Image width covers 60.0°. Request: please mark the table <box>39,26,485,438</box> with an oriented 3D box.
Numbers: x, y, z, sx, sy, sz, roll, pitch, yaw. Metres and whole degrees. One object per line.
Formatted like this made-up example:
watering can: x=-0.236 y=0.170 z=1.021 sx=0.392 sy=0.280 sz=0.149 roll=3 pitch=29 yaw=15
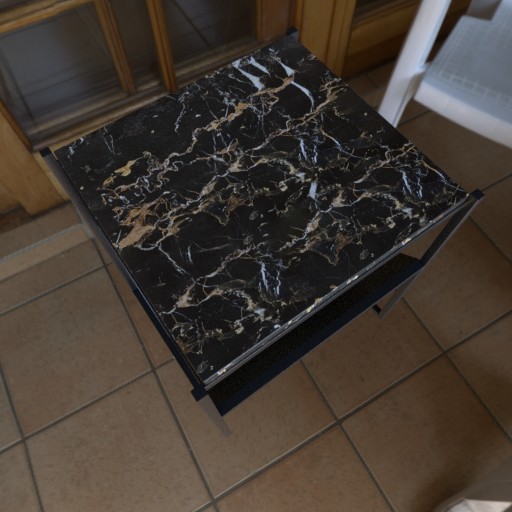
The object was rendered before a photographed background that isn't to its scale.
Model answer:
table: x=0.000 y=0.000 z=0.865 sx=0.469 sy=0.534 sz=0.432 roll=-33 pitch=68 yaw=-15
